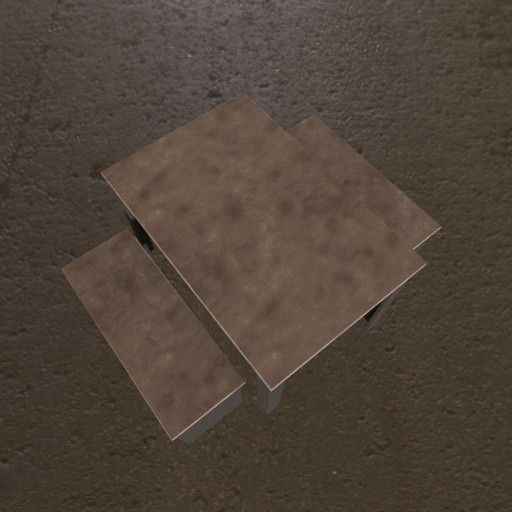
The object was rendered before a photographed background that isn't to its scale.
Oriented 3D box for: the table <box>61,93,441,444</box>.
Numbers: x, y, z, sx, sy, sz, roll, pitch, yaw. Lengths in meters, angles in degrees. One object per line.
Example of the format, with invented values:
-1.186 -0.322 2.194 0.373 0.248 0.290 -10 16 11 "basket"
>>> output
0.000 0.000 2.018 1.443 0.700 1.100 -35 68 -17 "table"
